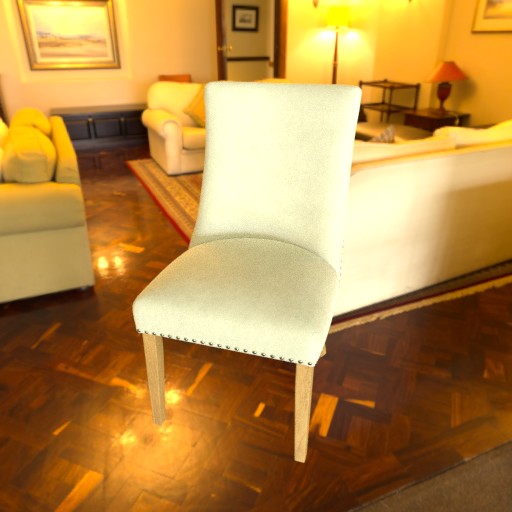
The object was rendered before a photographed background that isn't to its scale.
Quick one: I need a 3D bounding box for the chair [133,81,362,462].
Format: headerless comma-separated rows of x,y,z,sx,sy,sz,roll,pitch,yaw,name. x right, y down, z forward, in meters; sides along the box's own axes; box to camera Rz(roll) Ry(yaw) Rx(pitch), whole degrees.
0.000,0.000,1.291,0.495,0.902,0.610,8,27,15,chair
